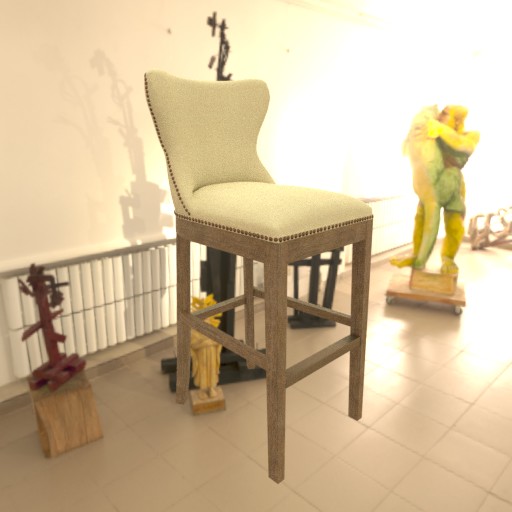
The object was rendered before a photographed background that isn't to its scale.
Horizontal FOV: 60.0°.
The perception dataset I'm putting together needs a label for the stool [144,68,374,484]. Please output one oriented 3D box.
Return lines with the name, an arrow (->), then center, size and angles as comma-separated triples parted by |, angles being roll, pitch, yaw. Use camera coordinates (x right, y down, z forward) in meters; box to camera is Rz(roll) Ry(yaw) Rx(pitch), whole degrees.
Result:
stool -> 0.000, 0.000, 1.430 | 0.494, 1.123, 0.606 | -15, 22, -42
